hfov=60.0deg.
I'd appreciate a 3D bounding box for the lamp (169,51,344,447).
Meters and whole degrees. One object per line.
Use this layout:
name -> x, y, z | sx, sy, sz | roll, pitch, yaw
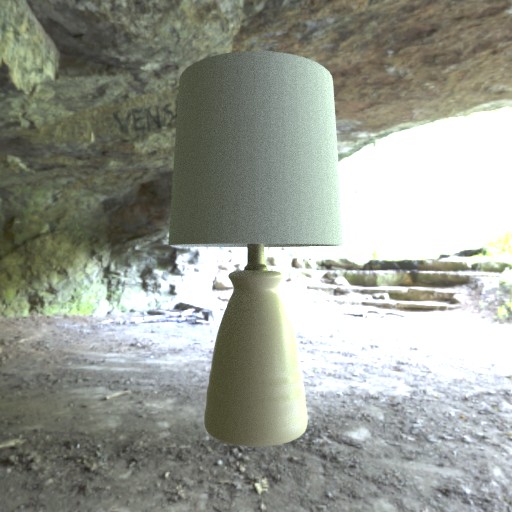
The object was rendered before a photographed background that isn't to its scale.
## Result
lamp -> 0.000, 0.000, 0.480 | 0.186, 0.369, 0.186 | 0, 0, 0
